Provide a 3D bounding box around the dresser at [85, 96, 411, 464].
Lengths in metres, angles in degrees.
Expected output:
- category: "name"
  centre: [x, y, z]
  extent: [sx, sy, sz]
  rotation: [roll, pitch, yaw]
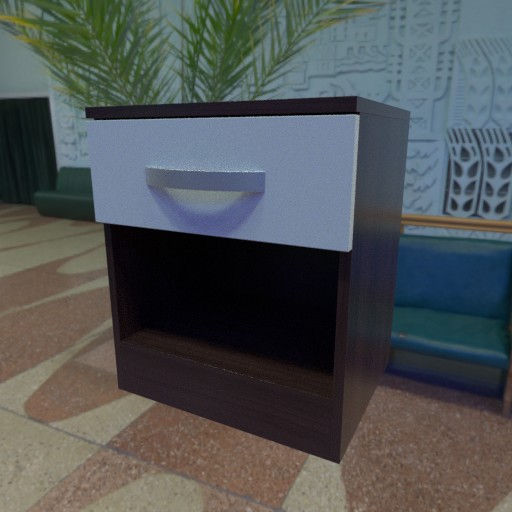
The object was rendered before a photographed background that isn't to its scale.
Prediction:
- category: "dresser"
  centre: [0.000, 0.000, 0.745]
  extent: [0.400, 0.470, 0.360]
  rotation: [8, 17, 27]
